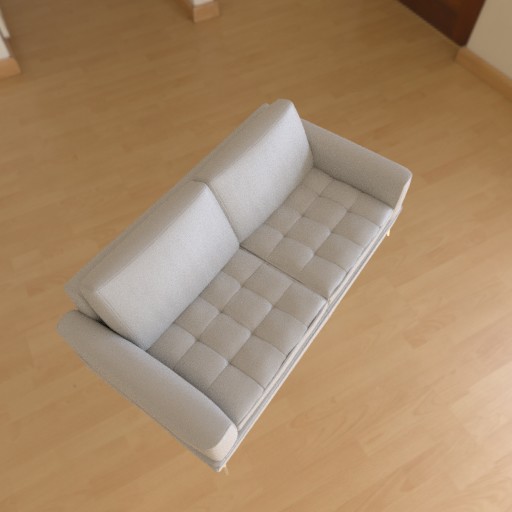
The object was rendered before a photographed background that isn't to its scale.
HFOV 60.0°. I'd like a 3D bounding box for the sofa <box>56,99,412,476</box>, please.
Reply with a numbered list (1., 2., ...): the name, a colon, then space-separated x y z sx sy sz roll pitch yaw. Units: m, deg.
1. sofa: 0.000 0.000 2.735 1.121 0.930 2.177 31 62 19
